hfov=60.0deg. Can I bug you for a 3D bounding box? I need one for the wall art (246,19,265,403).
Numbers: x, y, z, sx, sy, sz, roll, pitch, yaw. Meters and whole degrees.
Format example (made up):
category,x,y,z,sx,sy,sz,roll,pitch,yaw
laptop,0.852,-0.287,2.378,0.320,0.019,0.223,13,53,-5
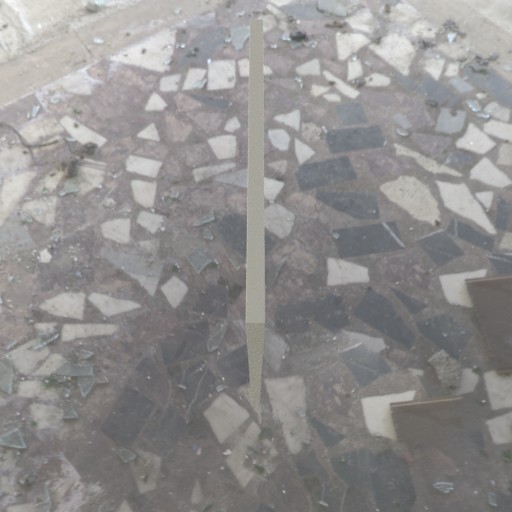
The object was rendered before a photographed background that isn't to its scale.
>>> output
category,x,y,z,sx,sy,sz,roll,pitch,yaw
wall art,0.000,0.000,0.560,0.013,0.433,0.303,0,65,0
